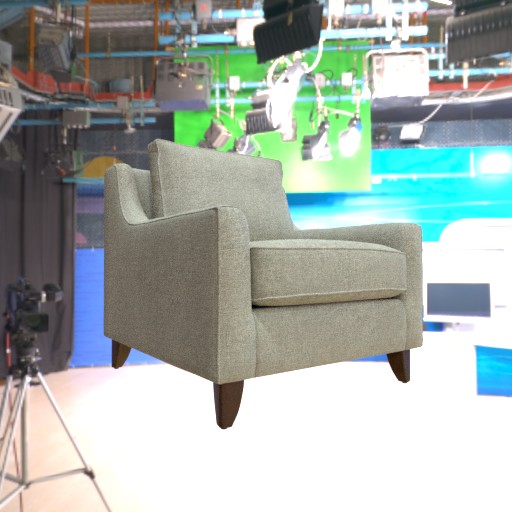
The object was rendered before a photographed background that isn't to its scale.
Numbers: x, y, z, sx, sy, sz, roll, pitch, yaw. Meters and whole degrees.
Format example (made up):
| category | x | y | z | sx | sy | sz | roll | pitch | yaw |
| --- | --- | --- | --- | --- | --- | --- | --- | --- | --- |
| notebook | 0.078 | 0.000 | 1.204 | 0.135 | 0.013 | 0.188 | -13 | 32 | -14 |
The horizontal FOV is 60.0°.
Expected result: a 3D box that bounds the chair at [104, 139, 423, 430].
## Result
| category | x | y | z | sx | sy | sz | roll | pitch | yaw |
| --- | --- | --- | --- | --- | --- | --- | --- | --- | --- |
| chair | 0.000 | 0.000 | 1.602 | 0.838 | 0.864 | 0.918 | 1 | -1 | -35 |
